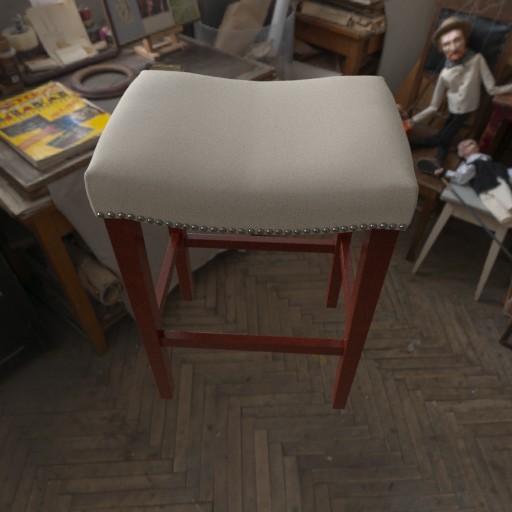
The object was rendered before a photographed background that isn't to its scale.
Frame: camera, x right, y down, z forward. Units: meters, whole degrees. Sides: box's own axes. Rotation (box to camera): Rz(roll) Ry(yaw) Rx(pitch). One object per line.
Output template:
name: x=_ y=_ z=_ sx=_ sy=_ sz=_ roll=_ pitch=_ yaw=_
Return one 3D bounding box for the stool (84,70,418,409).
stool: x=0.000 y=0.000 z=1.014 sx=0.504 sy=0.742 sz=0.372 roll=2 pitch=46 yaw=2
